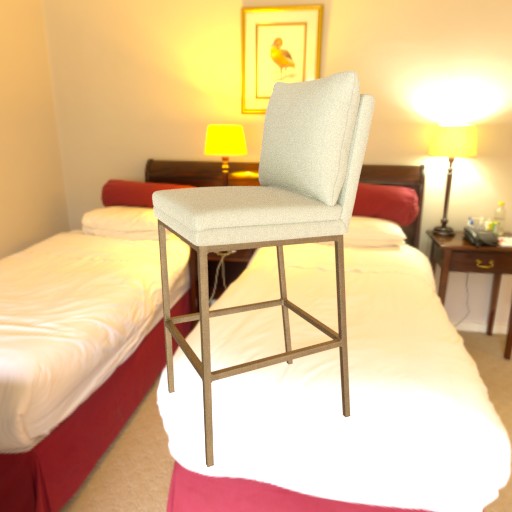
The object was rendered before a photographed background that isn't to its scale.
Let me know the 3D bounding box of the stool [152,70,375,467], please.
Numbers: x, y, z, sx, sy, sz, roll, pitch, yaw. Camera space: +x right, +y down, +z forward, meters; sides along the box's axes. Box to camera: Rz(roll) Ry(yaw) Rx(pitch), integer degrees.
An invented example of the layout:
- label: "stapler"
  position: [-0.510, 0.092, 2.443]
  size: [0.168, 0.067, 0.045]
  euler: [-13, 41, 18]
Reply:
- label: "stool"
  position: [0.000, 0.000, 1.471]
  size: [0.572, 1.125, 0.463]
  euler: [-8, 18, -25]
